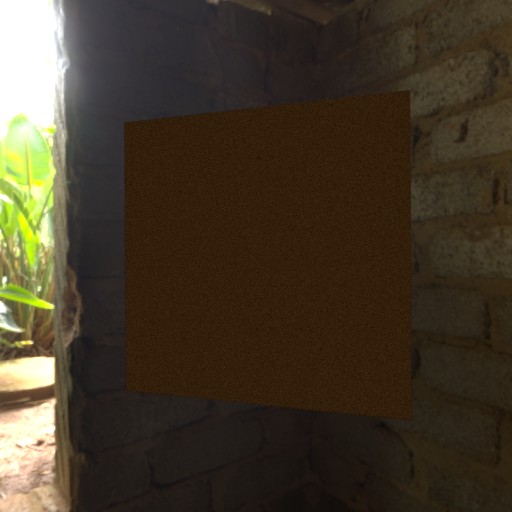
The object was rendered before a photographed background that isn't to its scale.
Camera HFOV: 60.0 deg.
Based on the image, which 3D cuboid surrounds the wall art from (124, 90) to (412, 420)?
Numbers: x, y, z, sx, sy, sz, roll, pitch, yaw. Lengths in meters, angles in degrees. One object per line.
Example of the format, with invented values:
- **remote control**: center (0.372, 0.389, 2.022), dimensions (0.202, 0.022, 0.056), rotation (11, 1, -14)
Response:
- **wall art**: center (0.000, 0.000, 0.920), dimensions (0.611, 0.608, 0.042), rotation (0, 0, 18)
